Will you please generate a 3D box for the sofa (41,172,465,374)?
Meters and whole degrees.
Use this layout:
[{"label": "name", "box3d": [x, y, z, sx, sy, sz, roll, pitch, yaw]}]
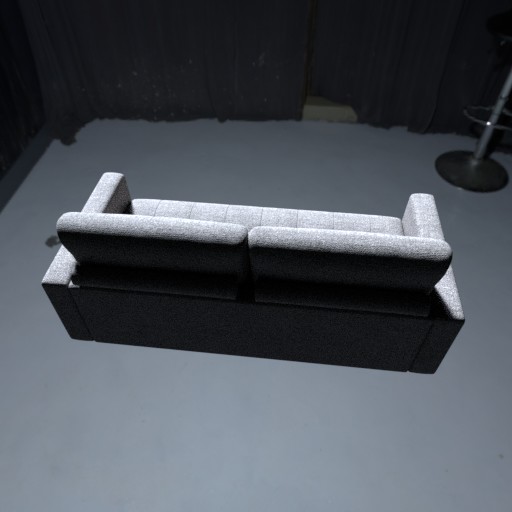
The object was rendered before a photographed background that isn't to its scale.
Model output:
[{"label": "sofa", "box3d": [0.000, 0.000, 2.263, 1.821, 0.902, 0.863, 5, 47, 4]}]
